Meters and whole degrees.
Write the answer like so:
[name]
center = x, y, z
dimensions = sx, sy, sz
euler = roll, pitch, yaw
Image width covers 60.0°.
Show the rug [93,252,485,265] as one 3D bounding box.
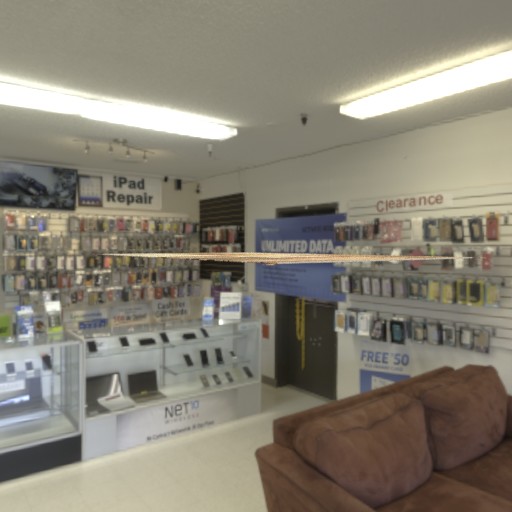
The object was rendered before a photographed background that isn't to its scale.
[rug]
center = 0.000, 0.000, 2.416
dimensions = 1.268, 0.007, 1.918
euler = -1, 2, -35
